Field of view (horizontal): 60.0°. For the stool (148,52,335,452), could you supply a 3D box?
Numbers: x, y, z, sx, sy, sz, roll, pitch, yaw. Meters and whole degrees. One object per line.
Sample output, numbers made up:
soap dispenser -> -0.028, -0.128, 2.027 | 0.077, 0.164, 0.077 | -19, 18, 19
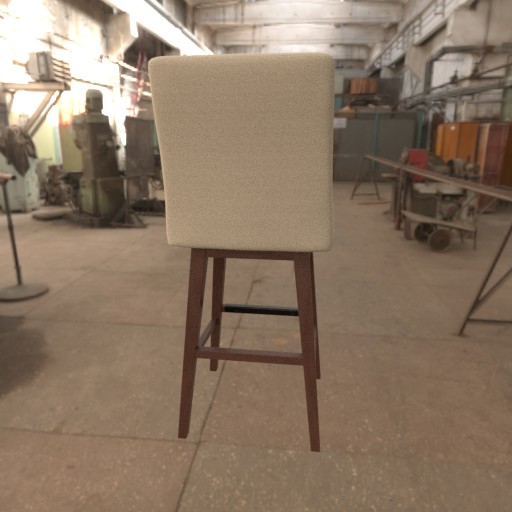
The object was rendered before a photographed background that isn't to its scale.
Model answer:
stool -> 0.000, 0.000, 1.394 | 0.483, 1.093, 0.559 | 2, 15, 8
